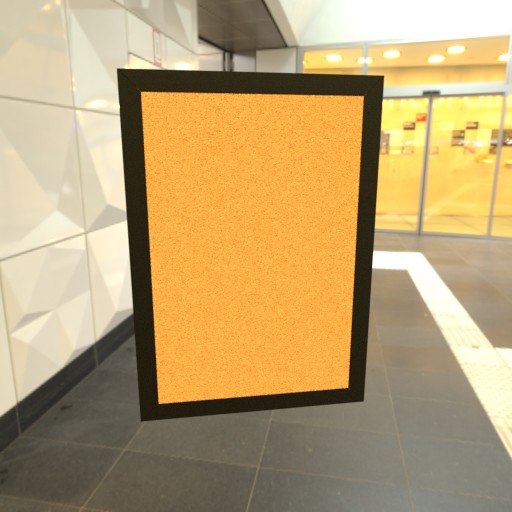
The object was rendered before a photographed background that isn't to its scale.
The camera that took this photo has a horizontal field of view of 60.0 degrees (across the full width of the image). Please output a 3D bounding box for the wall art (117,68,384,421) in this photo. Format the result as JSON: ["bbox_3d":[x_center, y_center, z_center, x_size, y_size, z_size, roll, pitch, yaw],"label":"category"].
[{"bbox_3d":[0.000,0.000,0.593,0.326,0.459,0.011,-2,14,-9],"label":"wall art"}]
